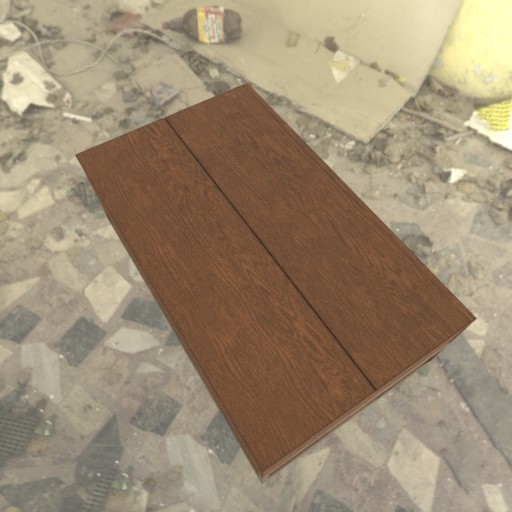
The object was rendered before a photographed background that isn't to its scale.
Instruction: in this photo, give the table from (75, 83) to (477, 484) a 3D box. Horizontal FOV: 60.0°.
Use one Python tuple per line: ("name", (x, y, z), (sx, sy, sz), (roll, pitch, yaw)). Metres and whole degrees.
("table", (0.000, 0.000, 1.515), (0.719, 0.361, 1.167), (-29, 63, -16))
